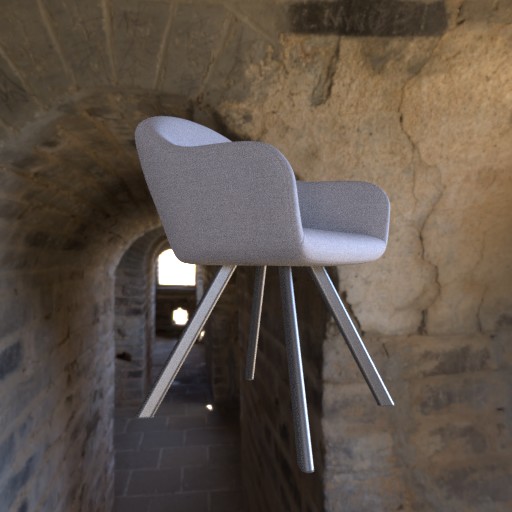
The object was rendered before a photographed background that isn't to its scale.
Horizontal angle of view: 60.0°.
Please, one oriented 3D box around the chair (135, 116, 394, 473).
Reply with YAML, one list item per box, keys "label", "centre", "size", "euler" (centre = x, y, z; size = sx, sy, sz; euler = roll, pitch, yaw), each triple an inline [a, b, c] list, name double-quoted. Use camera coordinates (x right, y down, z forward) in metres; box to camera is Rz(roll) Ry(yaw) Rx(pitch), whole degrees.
- label: "chair"
  centre: [0.000, 0.000, 1.145]
  size: [0.570, 0.780, 0.540]
  euler: [0, 0, 36]
